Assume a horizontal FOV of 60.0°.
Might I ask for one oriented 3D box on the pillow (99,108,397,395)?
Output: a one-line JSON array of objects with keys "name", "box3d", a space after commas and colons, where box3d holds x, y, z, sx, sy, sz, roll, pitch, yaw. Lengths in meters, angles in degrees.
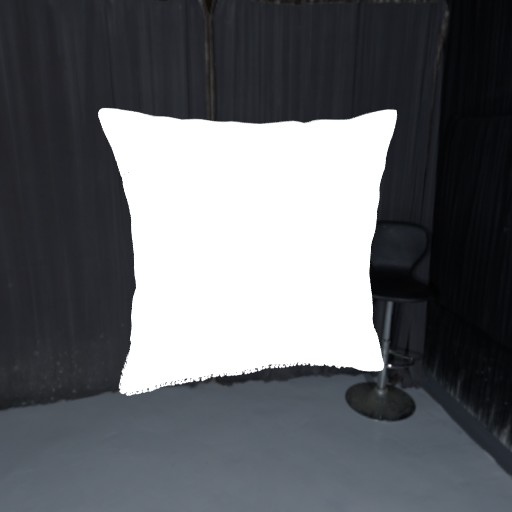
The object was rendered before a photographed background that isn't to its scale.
[{"name": "pillow", "box3d": [0.000, 0.000, 0.740, 0.475, 0.473, 0.178, -3, 15, -10]}]
